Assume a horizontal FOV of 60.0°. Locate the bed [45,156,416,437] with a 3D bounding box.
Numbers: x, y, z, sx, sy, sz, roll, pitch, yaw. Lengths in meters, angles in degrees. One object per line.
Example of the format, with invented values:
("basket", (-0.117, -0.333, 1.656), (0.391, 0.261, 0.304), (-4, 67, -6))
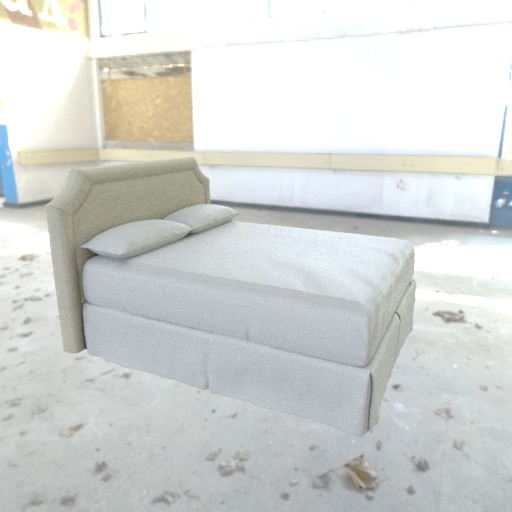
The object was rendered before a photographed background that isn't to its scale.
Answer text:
("bed", (0.000, 0.000, 3.280), (2.164, 1.297, 1.828), (8, 18, 26))
